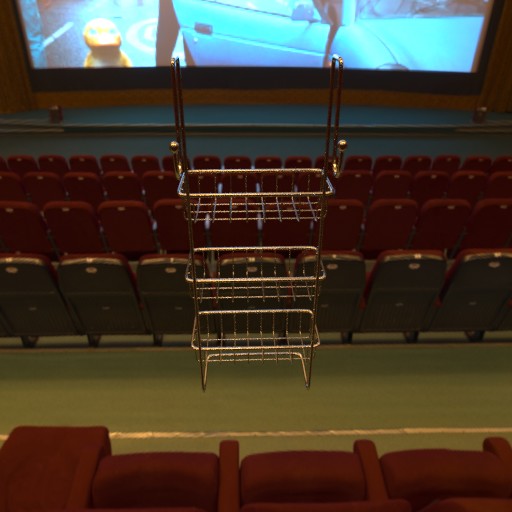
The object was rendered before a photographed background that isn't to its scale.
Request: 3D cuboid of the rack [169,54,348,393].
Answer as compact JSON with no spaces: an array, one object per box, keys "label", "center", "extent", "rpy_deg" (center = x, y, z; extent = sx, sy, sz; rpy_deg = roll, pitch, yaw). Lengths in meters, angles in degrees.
[{"label":"rack","center":[0.000,0.000,0.688],"extent":[0.228,0.574,0.202],"rpy_deg":[-1,30,-2]}]
